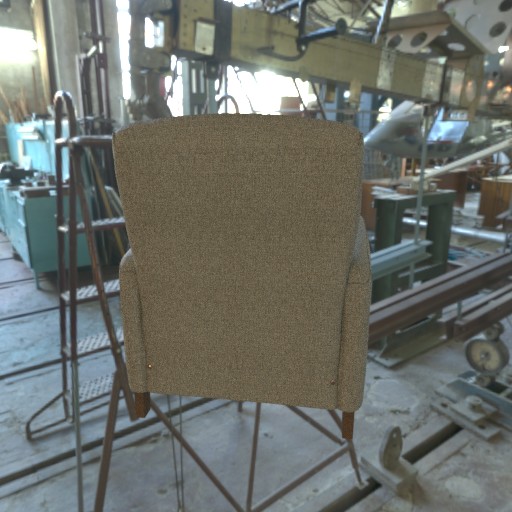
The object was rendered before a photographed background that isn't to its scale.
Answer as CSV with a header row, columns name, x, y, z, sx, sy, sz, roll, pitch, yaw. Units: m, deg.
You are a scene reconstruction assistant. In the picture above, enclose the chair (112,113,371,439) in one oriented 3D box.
name,x,y,z,sx,sy,sz,roll,pitch,yaw
chair,0.000,0.000,1.684,0.848,1.014,0.864,2,16,8
